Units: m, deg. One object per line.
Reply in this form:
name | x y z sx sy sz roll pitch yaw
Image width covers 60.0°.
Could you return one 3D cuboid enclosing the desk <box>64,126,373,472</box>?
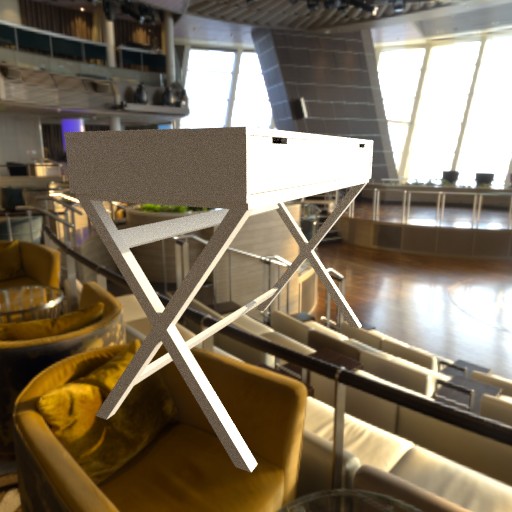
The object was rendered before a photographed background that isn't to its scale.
desk | 0.000 0.000 1.509 0.509 0.780 1.059 7 15 27
